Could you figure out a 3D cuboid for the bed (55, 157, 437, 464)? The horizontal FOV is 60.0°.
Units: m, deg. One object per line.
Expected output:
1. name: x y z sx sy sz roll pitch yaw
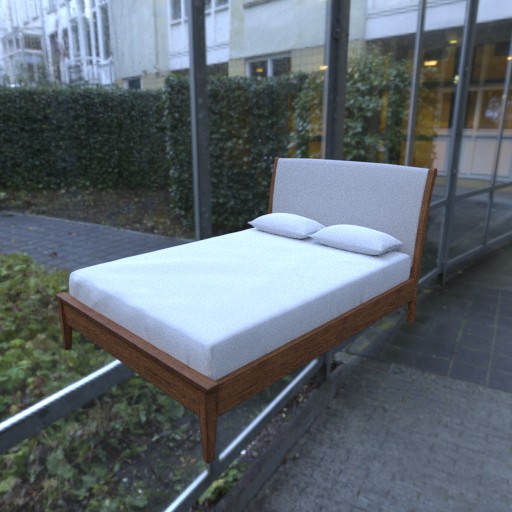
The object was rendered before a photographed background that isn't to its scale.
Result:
1. bed: 0.000 0.000 2.976 1.502 1.135 2.108 16 23 42
